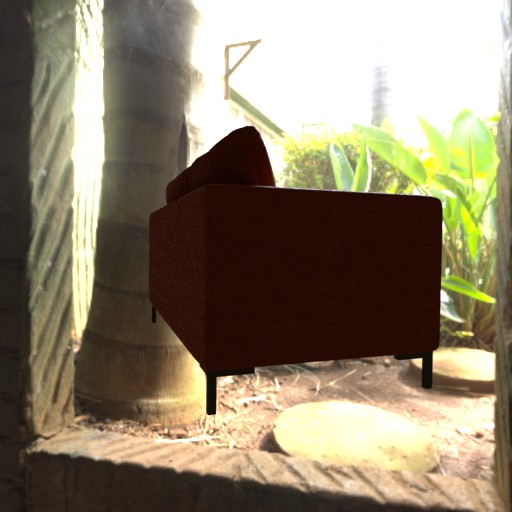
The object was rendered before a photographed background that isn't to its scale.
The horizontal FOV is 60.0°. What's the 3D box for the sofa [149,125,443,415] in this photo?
[{"bbox_3d":[0.000,0.000,2.120,0.864,0.896,1.574,0,1,-19],"label":"sofa"}]
